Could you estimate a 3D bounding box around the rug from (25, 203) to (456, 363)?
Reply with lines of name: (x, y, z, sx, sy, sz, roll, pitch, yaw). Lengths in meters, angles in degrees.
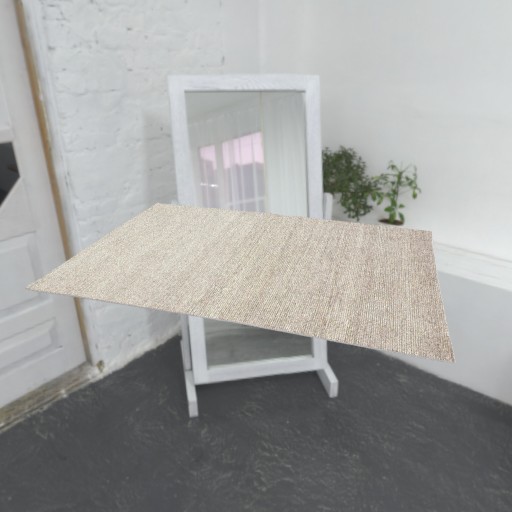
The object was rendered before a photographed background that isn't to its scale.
rug: (0.000, 0.000, 2.975, 2.342, 0.030, 1.609, 7, 27, 15)
